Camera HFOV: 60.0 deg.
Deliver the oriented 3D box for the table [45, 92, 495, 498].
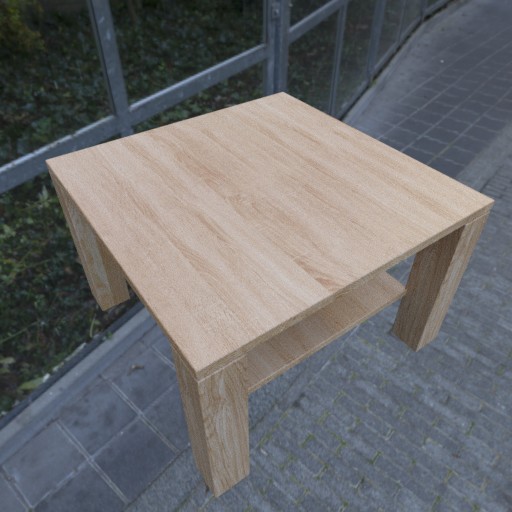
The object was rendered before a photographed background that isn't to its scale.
[{"bbox_3d":[0.000,0.000,1.114,0.700,0.450,0.700,-25,48,-26],"label":"table"}]
